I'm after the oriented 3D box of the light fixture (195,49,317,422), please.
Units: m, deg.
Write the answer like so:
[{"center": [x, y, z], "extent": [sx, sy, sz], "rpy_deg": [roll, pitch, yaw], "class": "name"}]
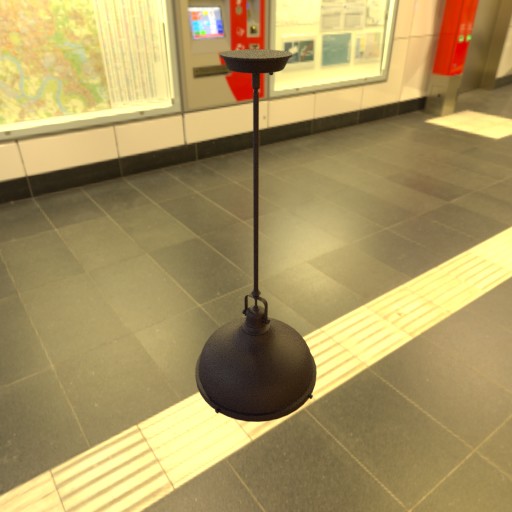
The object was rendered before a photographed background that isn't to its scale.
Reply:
[{"center": [0.000, 0.000, 1.015], "extent": [0.341, 0.849, 0.341], "rpy_deg": [19, 36, 29], "class": "light fixture"}]
